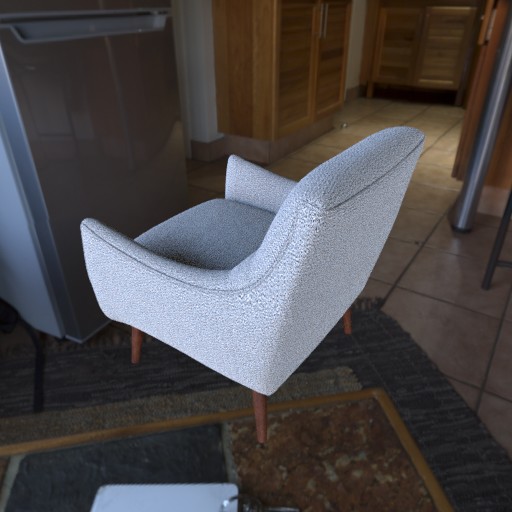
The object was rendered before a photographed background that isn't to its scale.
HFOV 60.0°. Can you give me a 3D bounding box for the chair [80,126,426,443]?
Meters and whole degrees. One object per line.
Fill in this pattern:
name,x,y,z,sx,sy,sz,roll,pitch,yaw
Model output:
chair,0.000,0.000,1.431,0.787,0.838,0.762,20,37,30
